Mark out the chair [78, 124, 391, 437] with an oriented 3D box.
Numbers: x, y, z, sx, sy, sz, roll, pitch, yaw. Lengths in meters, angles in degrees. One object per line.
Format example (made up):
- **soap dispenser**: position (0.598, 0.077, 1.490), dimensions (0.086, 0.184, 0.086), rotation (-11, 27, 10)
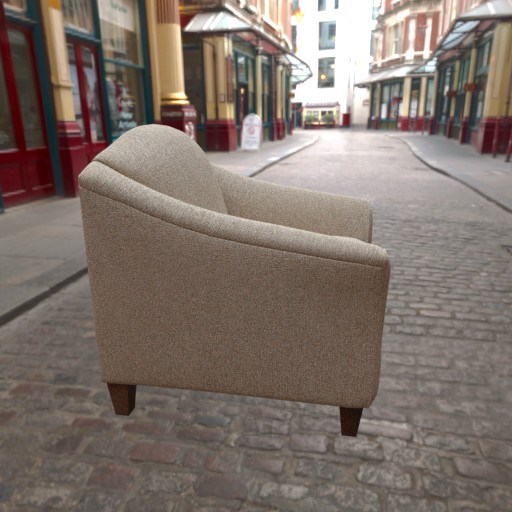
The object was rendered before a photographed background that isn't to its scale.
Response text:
- **chair**: position (0.000, 0.000, 1.473), dimensions (0.787, 0.839, 0.763), rotation (3, 17, 10)
